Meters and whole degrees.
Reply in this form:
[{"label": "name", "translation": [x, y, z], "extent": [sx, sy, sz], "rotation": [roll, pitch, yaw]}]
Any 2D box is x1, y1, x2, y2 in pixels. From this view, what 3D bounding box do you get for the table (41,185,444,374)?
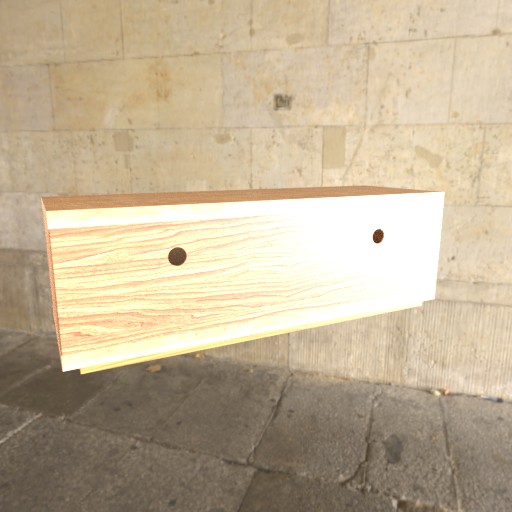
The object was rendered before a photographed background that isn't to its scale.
[{"label": "table", "translation": [0.000, 0.000, 1.776], "extent": [1.499, 0.491, 0.499], "rotation": [-6, 14, -26]}]
